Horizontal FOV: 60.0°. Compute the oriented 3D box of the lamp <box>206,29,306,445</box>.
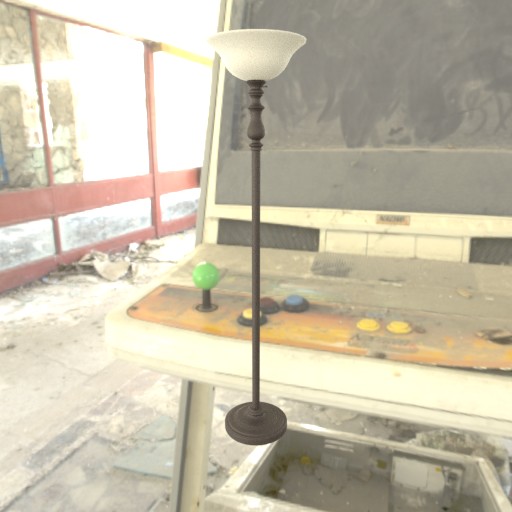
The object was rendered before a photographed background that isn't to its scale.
[{"bbox_3d":[0.000,0.000,2.020,0.405,1.797,0.405,14,20,42],"label":"lamp"}]
